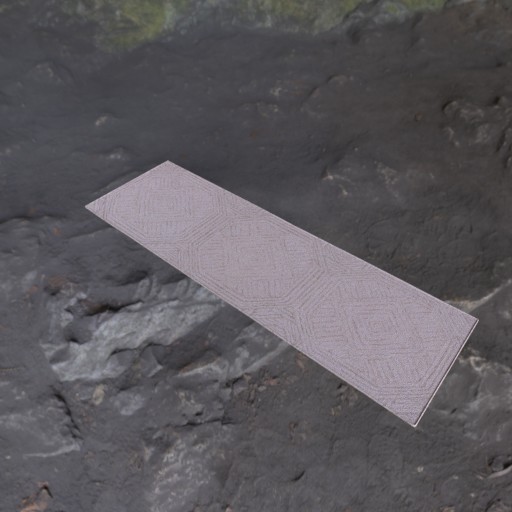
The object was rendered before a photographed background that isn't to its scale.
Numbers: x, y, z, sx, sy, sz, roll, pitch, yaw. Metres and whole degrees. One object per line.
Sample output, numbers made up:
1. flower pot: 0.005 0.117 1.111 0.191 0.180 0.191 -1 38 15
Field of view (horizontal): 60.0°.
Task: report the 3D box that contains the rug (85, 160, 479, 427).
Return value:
1. rug: 0.000 0.000 2.715 2.452 0.012 0.775 30 51 27
